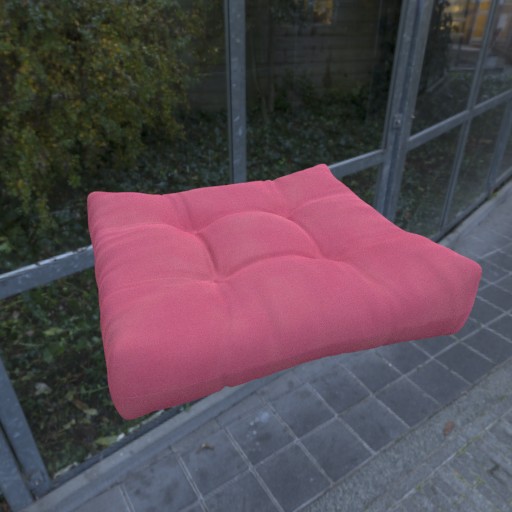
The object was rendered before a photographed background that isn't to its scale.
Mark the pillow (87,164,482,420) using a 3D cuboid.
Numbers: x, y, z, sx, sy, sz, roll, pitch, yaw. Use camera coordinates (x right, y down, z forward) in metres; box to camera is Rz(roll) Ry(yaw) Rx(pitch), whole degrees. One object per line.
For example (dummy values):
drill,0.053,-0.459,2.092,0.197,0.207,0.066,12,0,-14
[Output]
pillow,0.000,0.000,0.707,0.490,0.128,0.468,-11,32,-18
